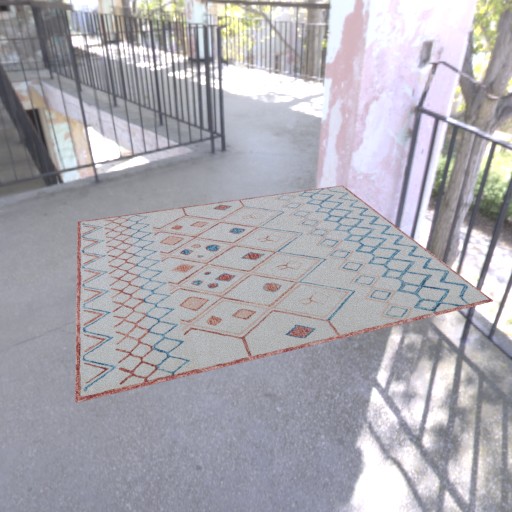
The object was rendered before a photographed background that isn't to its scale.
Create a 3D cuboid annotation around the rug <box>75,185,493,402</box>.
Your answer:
[{"bbox_3d":[0.000,0.000,3.991,3.050,0.016,2.441,-10,33,-16],"label":"rug"}]
